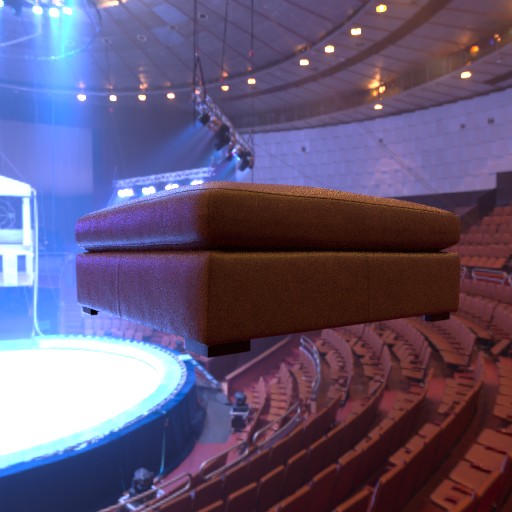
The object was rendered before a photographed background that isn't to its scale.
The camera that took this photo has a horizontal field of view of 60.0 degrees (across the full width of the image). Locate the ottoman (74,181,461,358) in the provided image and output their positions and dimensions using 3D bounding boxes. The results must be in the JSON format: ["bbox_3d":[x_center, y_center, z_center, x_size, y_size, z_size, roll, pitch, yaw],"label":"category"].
[{"bbox_3d":[0.000,0.000,1.816,1.168,0.490,1.168,0,0,-37],"label":"ottoman"}]
